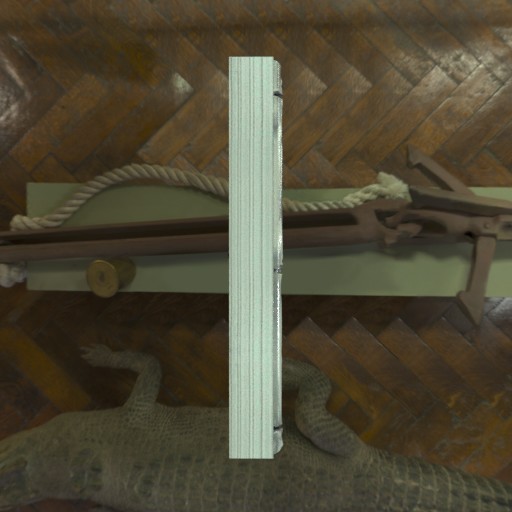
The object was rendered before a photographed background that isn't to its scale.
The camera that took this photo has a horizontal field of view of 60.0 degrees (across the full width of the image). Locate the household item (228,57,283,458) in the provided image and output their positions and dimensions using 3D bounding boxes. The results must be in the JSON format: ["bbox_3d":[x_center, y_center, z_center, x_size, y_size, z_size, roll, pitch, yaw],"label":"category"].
[{"bbox_3d":[0.000,0.000,0.290,0.025,0.216,0.165,0,91,0],"label":"household item"}]
